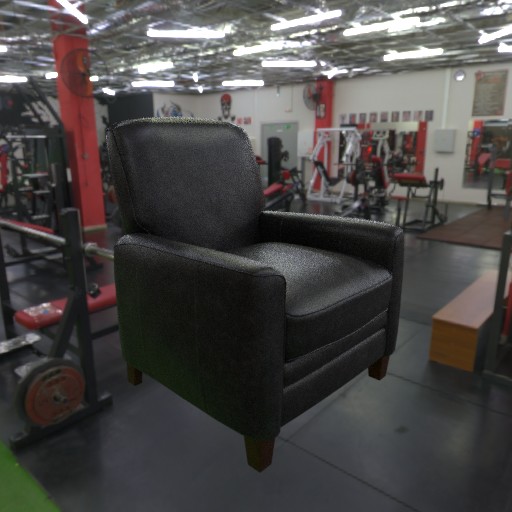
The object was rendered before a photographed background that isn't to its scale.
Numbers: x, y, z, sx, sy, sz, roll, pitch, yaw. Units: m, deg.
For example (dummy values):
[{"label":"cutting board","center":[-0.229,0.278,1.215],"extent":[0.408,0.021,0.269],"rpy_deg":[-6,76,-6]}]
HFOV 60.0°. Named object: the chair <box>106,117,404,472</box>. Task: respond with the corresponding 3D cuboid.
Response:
[{"label":"chair","center":[0.000,0.000,1.652],"extent":[0.864,1.014,0.848],"rpy_deg":[14,20,42]}]
